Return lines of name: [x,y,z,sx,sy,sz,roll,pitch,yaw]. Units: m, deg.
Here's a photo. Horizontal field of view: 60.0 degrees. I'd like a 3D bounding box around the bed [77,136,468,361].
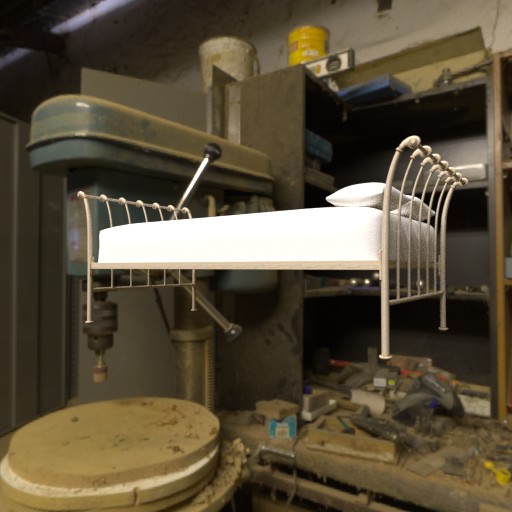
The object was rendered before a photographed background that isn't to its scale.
bed: [0.000,0.000,2.721,2.228,0.873,1.032,-1,-2,35]
